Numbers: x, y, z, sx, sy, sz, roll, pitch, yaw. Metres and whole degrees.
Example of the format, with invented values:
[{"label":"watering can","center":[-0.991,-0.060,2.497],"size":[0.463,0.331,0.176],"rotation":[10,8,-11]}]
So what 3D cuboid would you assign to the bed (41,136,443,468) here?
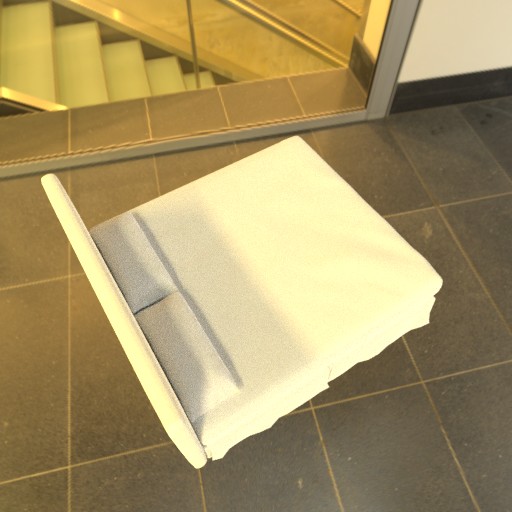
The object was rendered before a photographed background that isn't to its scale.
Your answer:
[{"label":"bed","center":[0.000,0.000,3.513],"size":[2.341,1.317,2.119],"rotation":[-28,61,-17]}]
